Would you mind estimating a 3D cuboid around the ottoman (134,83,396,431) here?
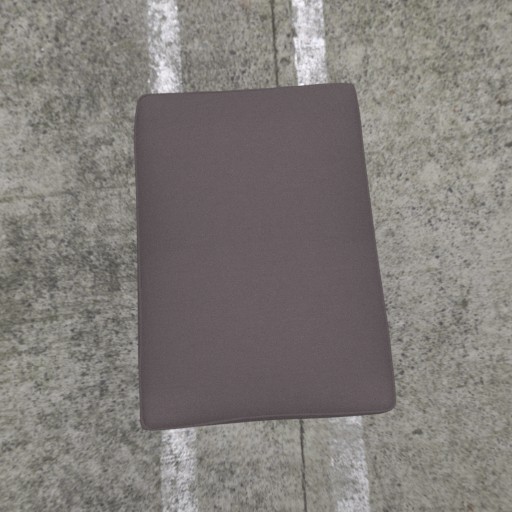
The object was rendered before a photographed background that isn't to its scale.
[{"bbox_3d":[0.000,0.000,1.005,0.508,0.406,0.686,-4,78,-1],"label":"ottoman"}]
